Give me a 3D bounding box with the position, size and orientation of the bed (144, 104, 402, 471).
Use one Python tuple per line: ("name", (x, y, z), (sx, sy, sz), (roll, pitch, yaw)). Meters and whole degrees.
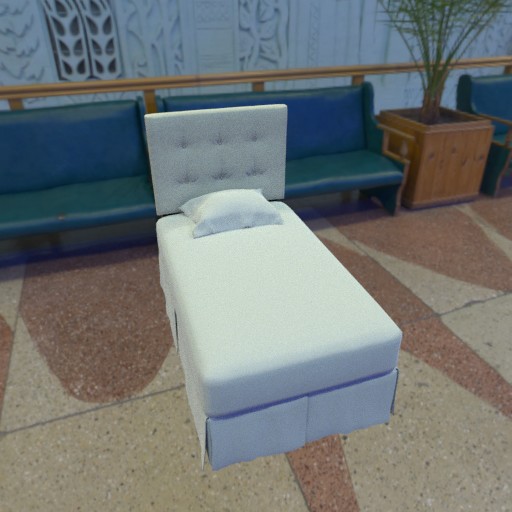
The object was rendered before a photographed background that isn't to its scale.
("bed", (0.000, 0.000, 3.077), (1.261, 1.571, 1.997), (-10, 33, -15))
